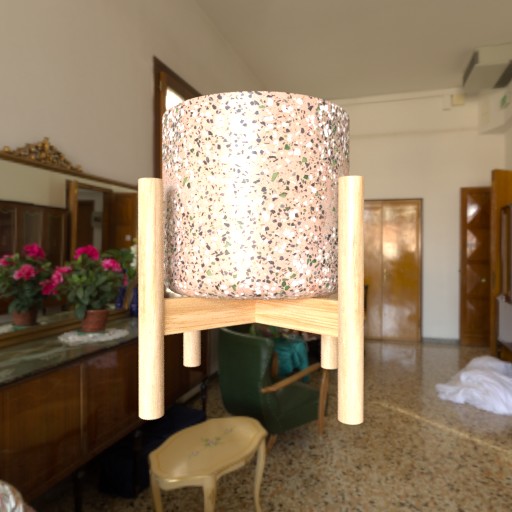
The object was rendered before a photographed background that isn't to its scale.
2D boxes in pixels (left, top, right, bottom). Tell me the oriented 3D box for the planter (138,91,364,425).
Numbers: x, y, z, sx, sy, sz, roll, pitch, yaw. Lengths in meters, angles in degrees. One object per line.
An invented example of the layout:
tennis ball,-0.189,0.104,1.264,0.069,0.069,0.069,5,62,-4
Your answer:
planter,0.000,0.000,0.539,0.284,0.320,0.284,0,1,-19
